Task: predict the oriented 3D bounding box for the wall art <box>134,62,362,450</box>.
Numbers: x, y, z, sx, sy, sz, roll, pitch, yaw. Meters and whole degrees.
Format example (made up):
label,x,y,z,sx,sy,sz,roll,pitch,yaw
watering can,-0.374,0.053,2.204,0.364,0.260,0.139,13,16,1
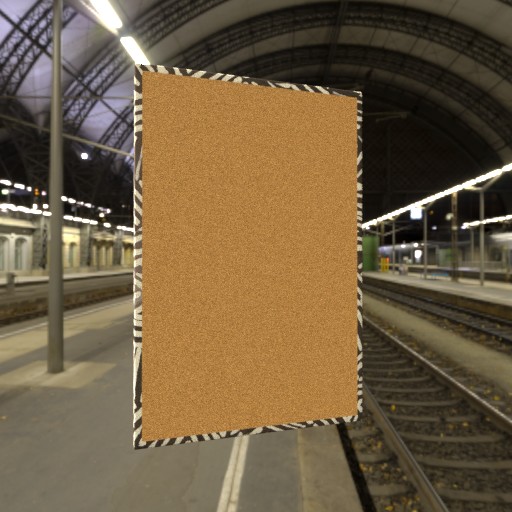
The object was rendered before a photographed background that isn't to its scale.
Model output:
label,x,y,z,sx,sy,sz,roll,pitch,yaw
wall art,0.000,0.000,1.158,0.615,0.918,0.035,0,0,-18
